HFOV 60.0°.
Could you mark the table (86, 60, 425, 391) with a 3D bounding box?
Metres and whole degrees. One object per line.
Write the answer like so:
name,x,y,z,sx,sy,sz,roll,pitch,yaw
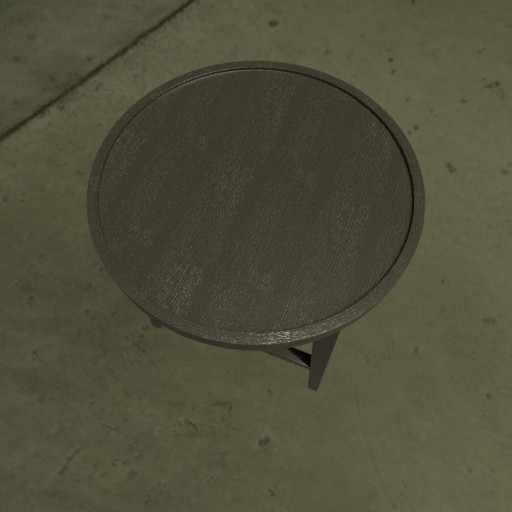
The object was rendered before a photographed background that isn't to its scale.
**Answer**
table,0.000,0.000,0.901,0.500,0.531,0.500,0,64,0
